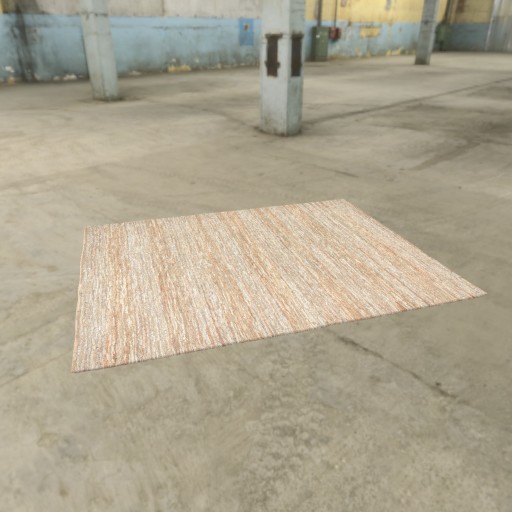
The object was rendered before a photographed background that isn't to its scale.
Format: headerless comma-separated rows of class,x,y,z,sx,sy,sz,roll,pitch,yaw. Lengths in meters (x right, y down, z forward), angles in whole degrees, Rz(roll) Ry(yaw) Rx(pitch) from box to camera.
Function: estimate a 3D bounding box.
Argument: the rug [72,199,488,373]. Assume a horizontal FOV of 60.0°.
rug,0.000,0.000,3.902,2.939,0.009,2.313,-8,27,-15
